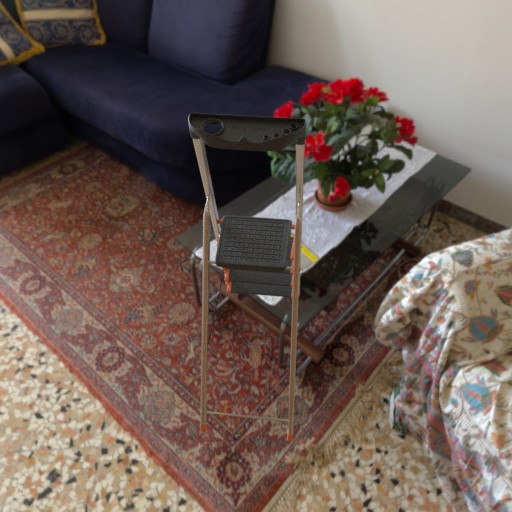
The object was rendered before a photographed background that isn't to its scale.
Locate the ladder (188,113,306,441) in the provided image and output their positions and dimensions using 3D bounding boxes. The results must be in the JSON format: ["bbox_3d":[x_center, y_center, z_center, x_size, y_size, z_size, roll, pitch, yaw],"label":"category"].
[{"bbox_3d":[0.000,0.000,2.035,0.480,1.646,0.995,4,46,4],"label":"ladder"}]
